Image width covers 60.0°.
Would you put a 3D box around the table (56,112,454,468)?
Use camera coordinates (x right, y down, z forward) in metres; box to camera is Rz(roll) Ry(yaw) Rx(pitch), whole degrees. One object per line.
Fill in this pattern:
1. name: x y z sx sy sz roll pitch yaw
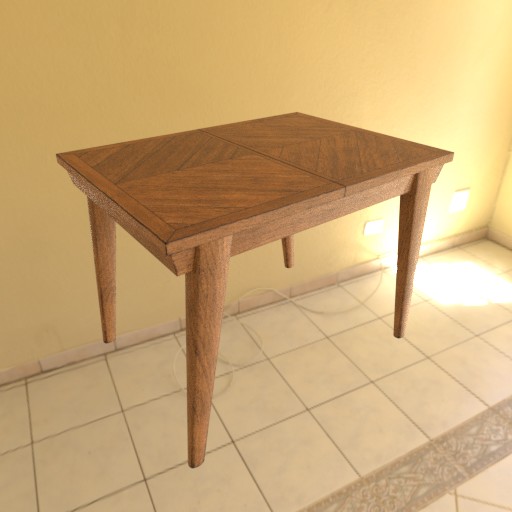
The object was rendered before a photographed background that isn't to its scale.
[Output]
1. table: 0.000 0.000 1.607 1.027 0.760 0.757 -21 36 -32
